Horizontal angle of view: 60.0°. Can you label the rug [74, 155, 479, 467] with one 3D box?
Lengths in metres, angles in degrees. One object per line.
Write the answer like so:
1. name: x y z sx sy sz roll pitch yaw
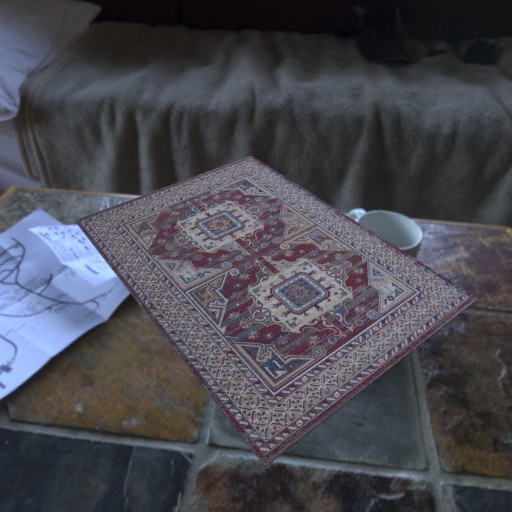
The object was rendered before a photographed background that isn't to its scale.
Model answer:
1. rug: 0.000 0.000 2.899 1.599 0.011 2.210 -27 47 -28
